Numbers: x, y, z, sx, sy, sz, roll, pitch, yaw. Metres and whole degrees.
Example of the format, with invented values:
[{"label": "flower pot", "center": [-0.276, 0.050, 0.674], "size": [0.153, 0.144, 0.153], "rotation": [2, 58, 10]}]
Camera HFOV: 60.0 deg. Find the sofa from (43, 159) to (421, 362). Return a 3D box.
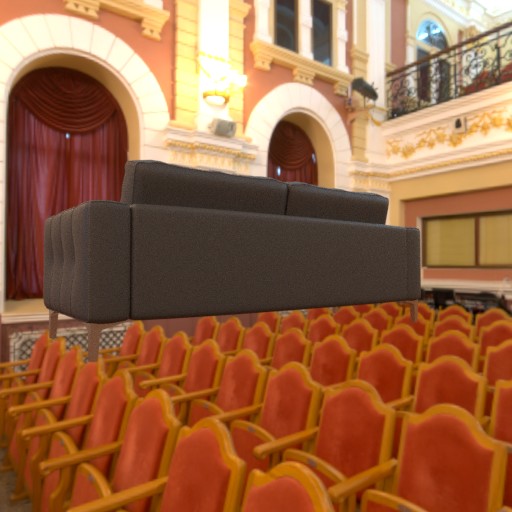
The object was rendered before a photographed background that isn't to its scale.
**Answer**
[{"label": "sofa", "center": [0.000, 0.000, 2.728], "size": [2.275, 0.893, 0.833], "rotation": [1, -2, -36]}]
